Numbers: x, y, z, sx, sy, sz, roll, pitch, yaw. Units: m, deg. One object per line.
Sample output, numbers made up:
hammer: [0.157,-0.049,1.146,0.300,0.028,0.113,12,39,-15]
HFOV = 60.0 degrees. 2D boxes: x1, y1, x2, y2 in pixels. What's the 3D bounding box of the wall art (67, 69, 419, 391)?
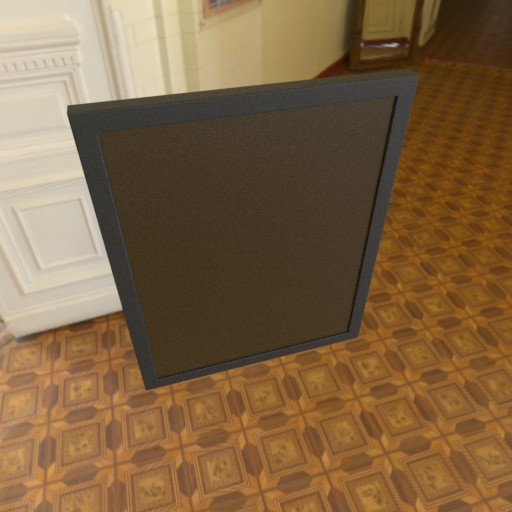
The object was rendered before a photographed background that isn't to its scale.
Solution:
wall art: [0.000,0.000,0.743,0.457,0.558,0.028,-11,42,-13]
